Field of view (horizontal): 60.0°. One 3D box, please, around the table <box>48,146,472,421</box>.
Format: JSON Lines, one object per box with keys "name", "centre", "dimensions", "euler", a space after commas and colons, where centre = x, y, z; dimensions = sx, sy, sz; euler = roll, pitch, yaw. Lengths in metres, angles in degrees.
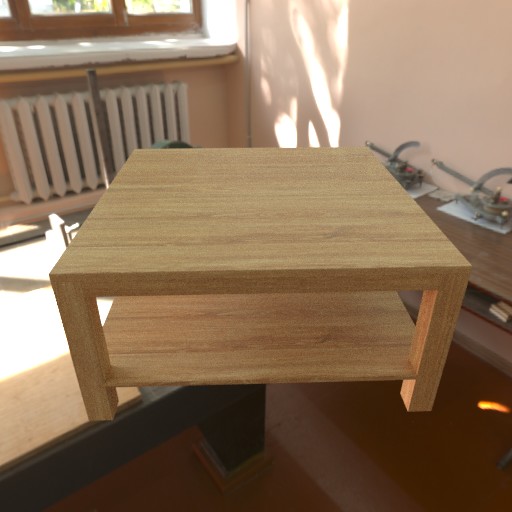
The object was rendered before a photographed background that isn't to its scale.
{"name": "table", "centre": [0.000, 0.000, 1.440], "dimensions": [0.900, 0.450, 0.900], "euler": [-1, 30, -2]}
